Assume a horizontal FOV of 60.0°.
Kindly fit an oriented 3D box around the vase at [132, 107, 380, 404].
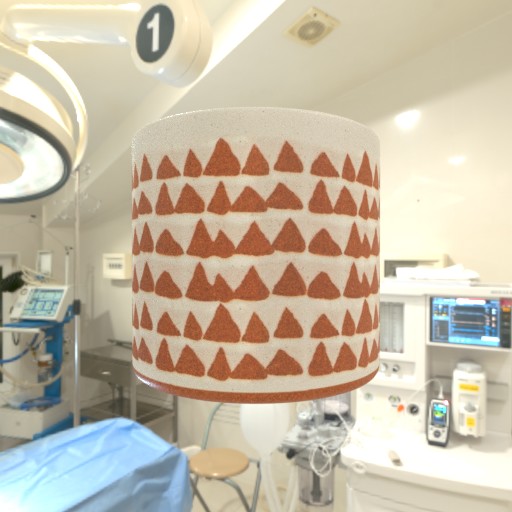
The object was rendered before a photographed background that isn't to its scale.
[{"bbox_3d":[0.000,0.000,0.254,0.137,0.127,0.137,0,0,0],"label":"vase"}]
